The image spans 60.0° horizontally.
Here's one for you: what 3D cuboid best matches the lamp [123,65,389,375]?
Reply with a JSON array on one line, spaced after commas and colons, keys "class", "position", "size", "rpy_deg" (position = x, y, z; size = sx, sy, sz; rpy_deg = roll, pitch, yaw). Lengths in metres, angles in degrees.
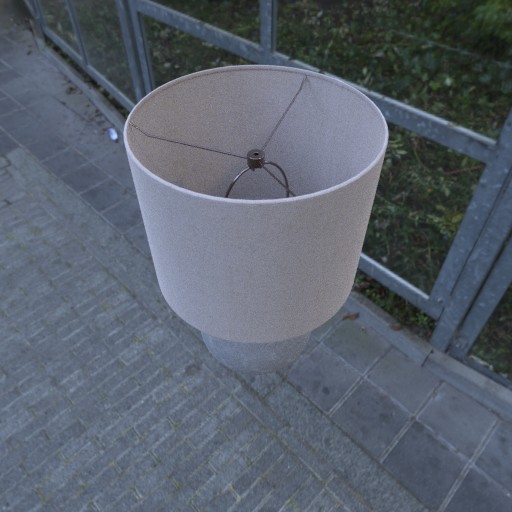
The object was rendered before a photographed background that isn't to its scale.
[{"class": "lamp", "position": [0.000, 0.000, 0.606], "size": [0.269, 0.409, 0.269], "rpy_deg": [-24, 51, -21]}]
